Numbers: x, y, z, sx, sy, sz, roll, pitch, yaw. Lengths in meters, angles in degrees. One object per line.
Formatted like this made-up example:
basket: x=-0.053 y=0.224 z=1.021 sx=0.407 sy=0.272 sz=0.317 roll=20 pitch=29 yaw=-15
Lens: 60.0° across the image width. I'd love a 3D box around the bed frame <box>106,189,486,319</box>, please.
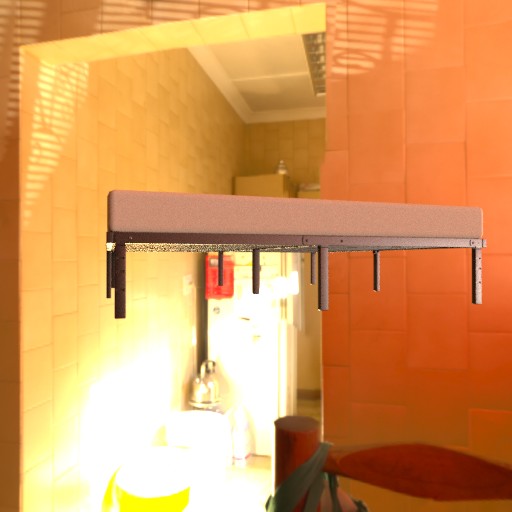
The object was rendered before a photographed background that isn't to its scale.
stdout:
bed frame: x=0.000 y=0.000 z=3.934 sx=2.526 sy=0.680 sz=2.635 roll=0 pitch=0 yaw=-18
